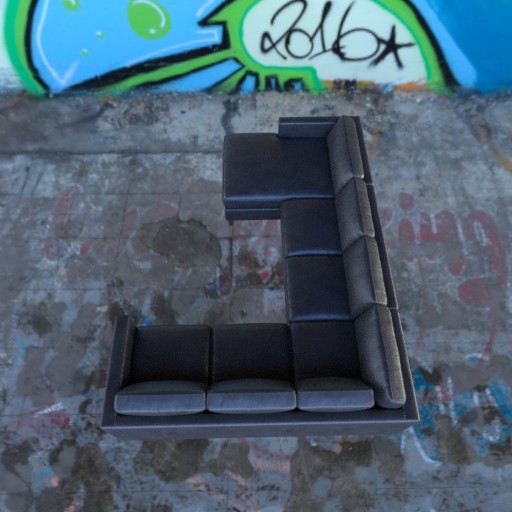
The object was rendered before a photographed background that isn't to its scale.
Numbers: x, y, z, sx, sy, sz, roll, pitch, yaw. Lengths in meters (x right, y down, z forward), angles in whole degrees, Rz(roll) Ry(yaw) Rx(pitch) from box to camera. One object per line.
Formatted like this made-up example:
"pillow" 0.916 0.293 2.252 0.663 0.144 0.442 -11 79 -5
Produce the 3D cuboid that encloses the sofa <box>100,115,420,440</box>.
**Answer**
"sofa" 0.000 0.000 4.454 2.452 0.891 3.324 -1 60 -1
